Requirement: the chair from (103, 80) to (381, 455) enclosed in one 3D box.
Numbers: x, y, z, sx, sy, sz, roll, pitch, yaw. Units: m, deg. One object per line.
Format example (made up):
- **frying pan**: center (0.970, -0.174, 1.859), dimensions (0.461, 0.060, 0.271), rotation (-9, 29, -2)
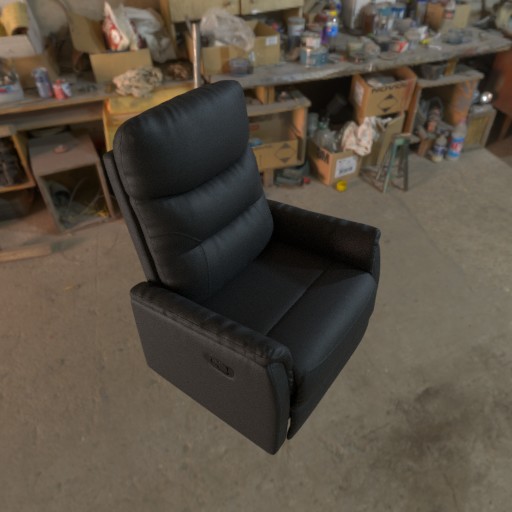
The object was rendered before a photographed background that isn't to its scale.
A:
- **chair**: center (0.000, 0.000, 1.648), dimensions (0.831, 1.082, 0.775), rotation (26, 47, 27)
